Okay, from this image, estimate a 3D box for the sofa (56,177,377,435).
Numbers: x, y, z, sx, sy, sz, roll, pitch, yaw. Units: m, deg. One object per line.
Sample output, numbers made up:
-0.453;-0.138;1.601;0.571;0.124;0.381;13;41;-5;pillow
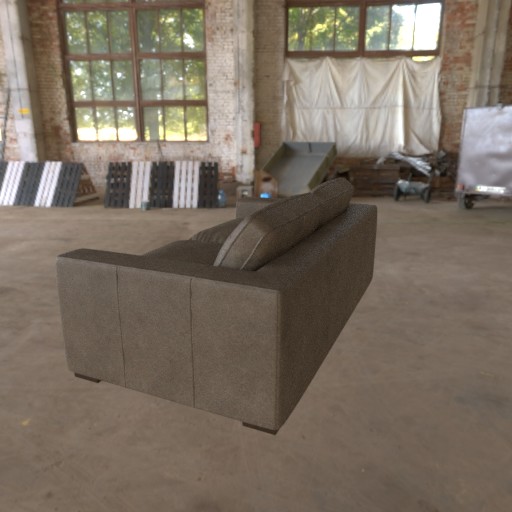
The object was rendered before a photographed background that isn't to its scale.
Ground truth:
0.000;0.000;2.546;1.070;0.800;1.920;7;17;23;sofa
